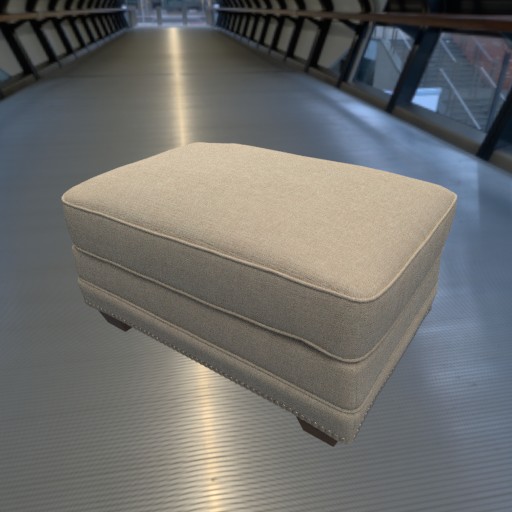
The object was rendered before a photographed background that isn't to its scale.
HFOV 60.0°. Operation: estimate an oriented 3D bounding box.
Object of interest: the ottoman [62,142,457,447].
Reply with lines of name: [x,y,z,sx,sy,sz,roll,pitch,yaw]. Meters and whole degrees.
ottoman: [0.000,0.000,1.126,0.813,0.458,0.559,19,35,30]
